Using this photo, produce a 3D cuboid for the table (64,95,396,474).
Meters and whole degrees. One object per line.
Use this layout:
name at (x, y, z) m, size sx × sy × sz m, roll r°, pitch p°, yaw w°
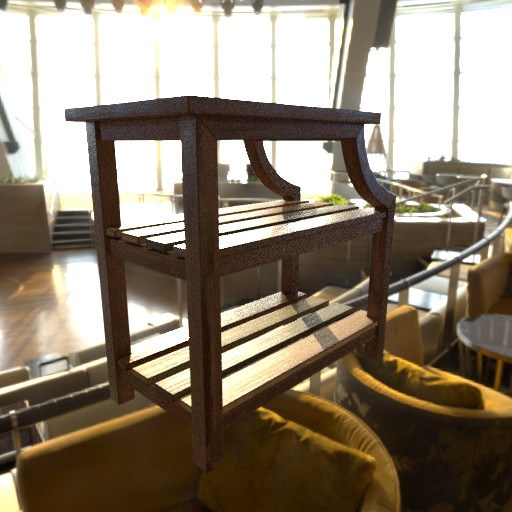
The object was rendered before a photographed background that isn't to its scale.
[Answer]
table at (0.000, 0.000, 0.947) m, size 0.356 × 0.584 × 0.609 m, roll 13°, pitch 20°, yaw 42°
